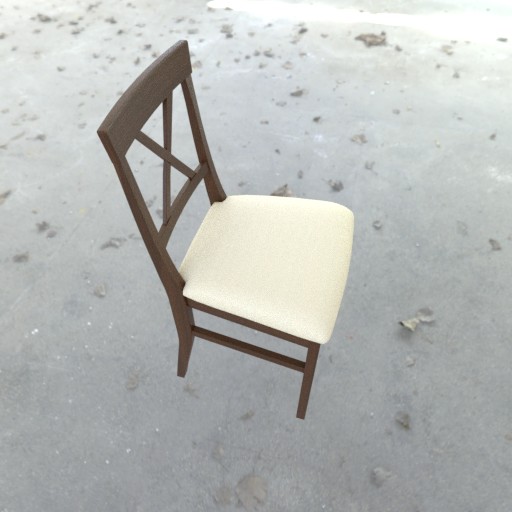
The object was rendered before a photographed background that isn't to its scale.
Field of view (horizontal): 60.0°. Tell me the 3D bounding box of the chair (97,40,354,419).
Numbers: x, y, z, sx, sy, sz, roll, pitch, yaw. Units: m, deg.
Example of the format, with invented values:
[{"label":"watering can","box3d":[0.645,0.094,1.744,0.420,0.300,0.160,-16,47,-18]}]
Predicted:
[{"label":"chair","box3d":[0.000,0.000,1.163,0.480,0.913,0.440,12,50,10]}]
